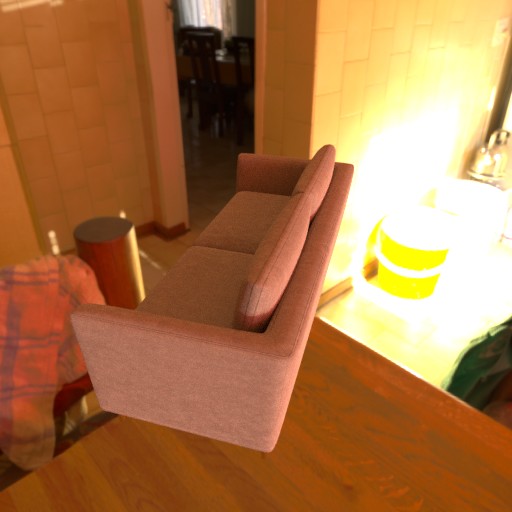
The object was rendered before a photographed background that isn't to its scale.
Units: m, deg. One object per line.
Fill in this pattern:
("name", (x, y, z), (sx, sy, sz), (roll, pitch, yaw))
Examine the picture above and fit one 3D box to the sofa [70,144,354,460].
("sofa", (0.000, 0.000, 2.580), (0.889, 0.864, 2.121), (9, 31, 14))
